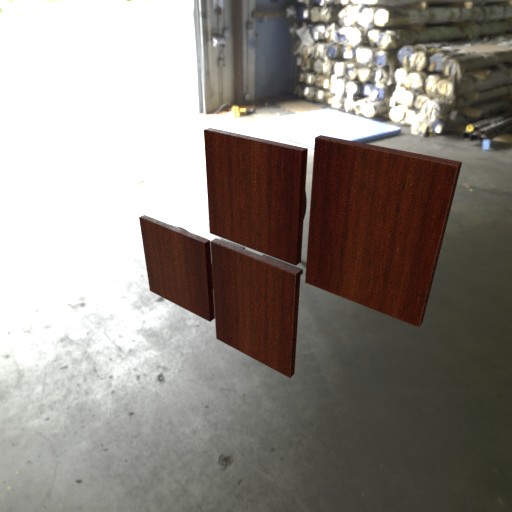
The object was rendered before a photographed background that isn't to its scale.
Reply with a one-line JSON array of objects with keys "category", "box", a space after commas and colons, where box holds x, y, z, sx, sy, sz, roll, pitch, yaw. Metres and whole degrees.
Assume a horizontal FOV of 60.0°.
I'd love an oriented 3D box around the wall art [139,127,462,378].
[{"category": "wall art", "box": [0.000, 0.000, 0.837, 0.635, 0.497, 0.030, 21, 37, 31]}]
